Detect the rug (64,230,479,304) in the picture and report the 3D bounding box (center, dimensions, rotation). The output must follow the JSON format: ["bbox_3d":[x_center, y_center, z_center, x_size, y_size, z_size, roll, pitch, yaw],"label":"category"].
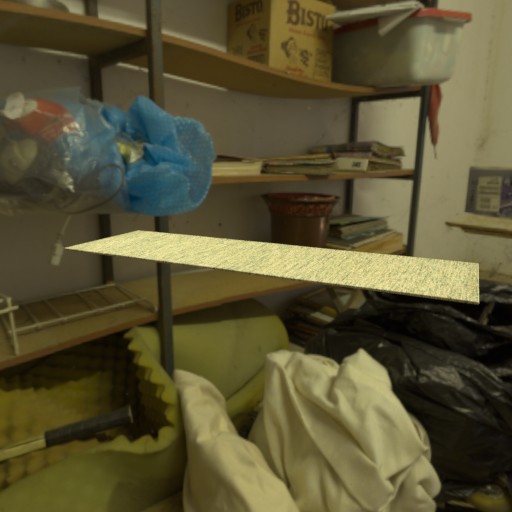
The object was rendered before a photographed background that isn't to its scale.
[{"bbox_3d":[0.000,0.000,2.536,2.290,0.014,0.700,6,15,25],"label":"rug"}]
